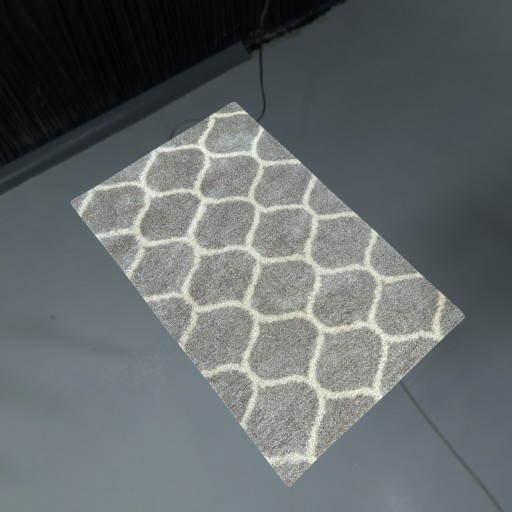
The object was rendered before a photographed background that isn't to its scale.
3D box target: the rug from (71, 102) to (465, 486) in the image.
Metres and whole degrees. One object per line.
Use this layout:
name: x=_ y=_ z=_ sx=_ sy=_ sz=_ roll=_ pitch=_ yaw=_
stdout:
rug: x=0.000 y=0.000 z=2.981 sx=1.501 sy=0.025 sz=2.348 roll=-37 pitch=70 yaw=-16
